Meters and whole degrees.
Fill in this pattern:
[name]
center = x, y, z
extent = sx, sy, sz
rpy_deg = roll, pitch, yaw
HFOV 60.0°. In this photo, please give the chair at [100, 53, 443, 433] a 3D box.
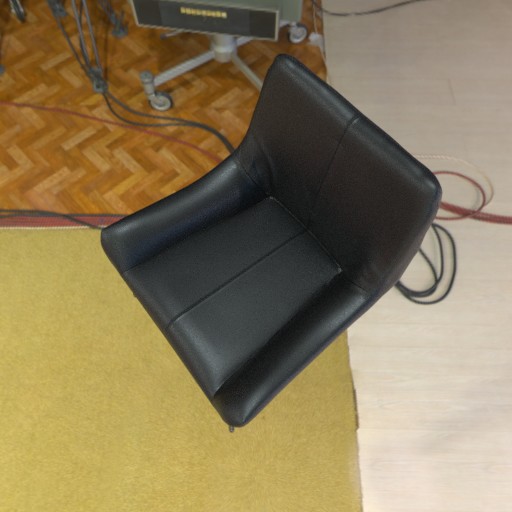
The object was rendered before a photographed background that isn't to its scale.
[chair]
center = 0.000, 0.000, 1.554
extent = 0.826, 0.922, 0.836
rpy_deg = -35, 69, -16
